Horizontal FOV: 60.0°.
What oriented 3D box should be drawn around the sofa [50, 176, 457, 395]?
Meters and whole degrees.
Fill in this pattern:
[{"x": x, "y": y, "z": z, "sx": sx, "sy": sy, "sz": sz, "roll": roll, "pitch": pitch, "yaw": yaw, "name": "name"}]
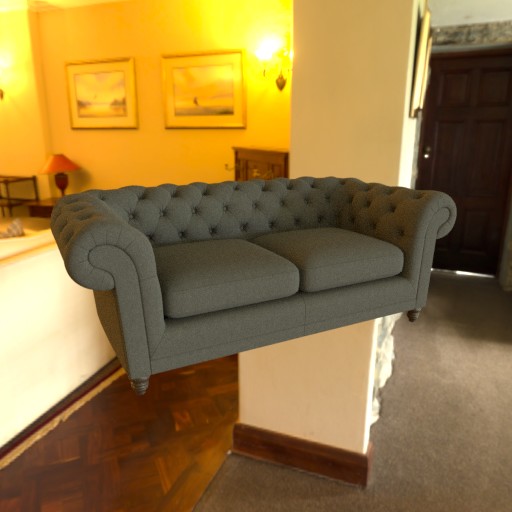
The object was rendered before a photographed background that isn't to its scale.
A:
[{"x": 0.000, "y": 0.000, "z": 2.442, "sx": 1.998, "sy": 0.764, "sz": 0.986, "roll": -8, "pitch": 17, "yaw": -27, "name": "sofa"}]
